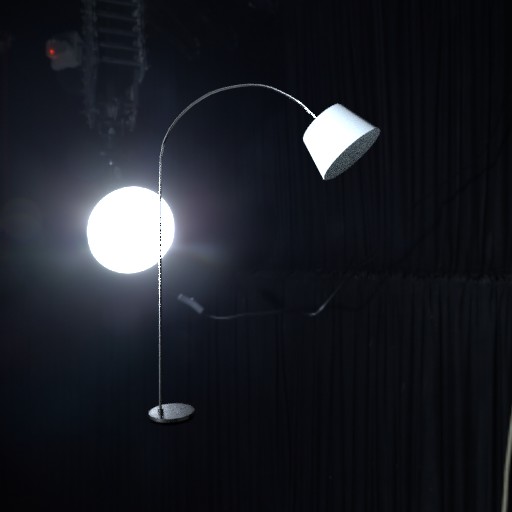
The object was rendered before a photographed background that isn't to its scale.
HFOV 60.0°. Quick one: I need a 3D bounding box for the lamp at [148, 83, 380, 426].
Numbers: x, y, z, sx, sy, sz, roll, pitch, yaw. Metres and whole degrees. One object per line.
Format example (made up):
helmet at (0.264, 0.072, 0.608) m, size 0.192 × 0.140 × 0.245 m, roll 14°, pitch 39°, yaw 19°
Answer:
lamp at (0.000, 0.000, 2.690) m, size 1.445 × 2.098 × 0.406 m, roll 0°, pitch 1°, yaw 17°
